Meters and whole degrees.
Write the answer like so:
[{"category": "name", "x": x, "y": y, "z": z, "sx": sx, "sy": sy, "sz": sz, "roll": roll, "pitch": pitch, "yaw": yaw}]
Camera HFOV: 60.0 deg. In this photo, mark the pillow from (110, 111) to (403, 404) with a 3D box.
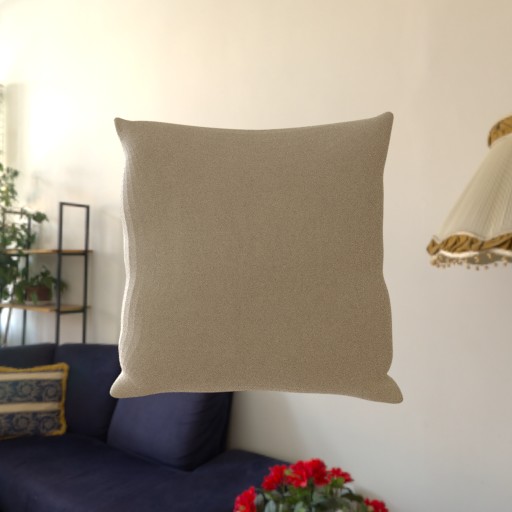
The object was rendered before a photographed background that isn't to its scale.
[{"category": "pillow", "x": 0.000, "y": 0.000, "z": 0.677, "sx": 0.440, "sy": 0.441, "sz": 0.182, "roll": 0, "pitch": -1, "yaw": 1}]
